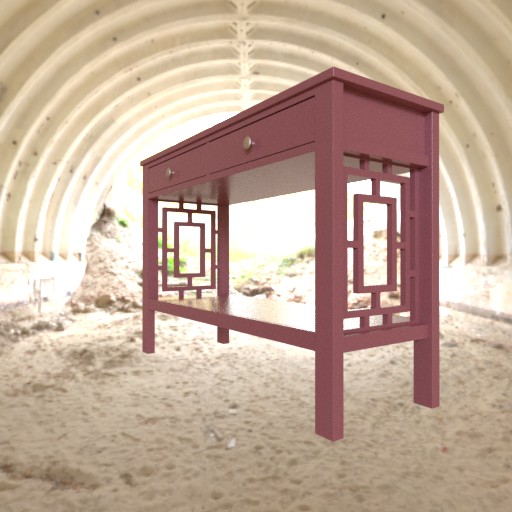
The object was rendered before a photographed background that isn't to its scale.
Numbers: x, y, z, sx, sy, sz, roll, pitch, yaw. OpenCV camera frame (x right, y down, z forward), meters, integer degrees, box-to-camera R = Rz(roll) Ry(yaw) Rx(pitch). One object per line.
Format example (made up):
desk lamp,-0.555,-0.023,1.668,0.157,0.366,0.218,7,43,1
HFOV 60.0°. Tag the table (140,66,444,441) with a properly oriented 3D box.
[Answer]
table,0.000,0.000,1.426,0.397,0.753,1.068,0,0,-35
